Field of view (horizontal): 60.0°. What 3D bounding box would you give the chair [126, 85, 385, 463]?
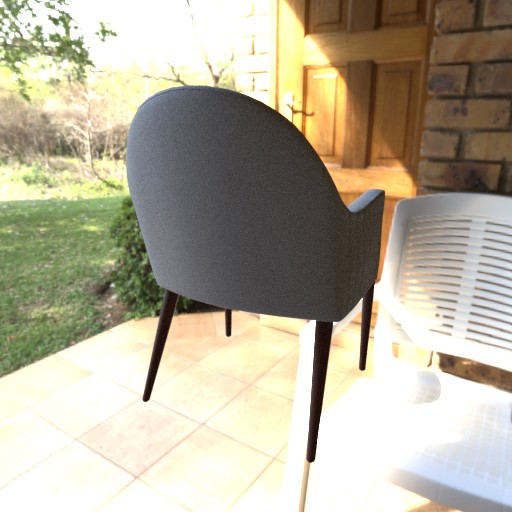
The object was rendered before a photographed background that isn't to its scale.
[{"bbox_3d":[0.000,0.000,1.287,0.610,0.889,0.620,9,19,27],"label":"chair"}]
